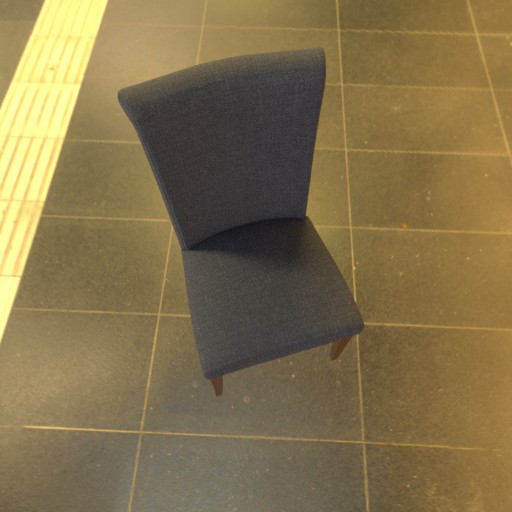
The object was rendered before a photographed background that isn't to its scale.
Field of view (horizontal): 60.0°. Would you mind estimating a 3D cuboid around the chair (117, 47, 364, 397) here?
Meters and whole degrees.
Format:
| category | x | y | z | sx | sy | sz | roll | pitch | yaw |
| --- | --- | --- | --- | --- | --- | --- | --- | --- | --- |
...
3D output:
| category | x | y | z | sx | sy | sz | roll | pitch | yaw |
| --- | --- | --- | --- | --- | --- | --- | --- | --- | --- |
| chair | 0.000 | 0.000 | 1.364 | 0.513 | 0.988 | 0.608 | -15 | 64 | -8 |
